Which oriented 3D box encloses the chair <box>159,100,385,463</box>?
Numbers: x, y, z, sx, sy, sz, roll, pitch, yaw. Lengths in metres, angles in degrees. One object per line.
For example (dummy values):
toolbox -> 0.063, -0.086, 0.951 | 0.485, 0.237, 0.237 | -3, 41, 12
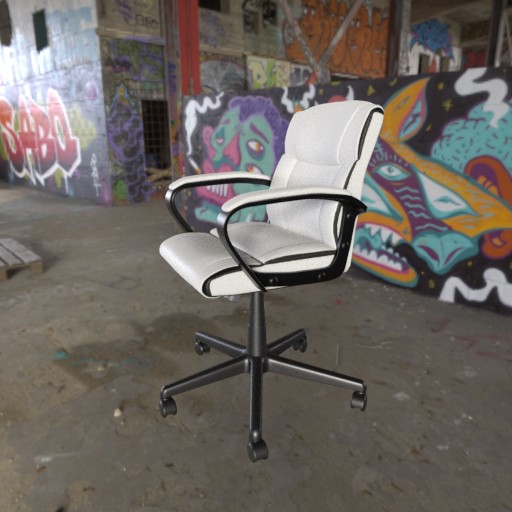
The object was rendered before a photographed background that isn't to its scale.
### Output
chair -> 0.000, 0.000, 1.495 | 0.717, 1.004, 0.739 | -7, 17, -24
